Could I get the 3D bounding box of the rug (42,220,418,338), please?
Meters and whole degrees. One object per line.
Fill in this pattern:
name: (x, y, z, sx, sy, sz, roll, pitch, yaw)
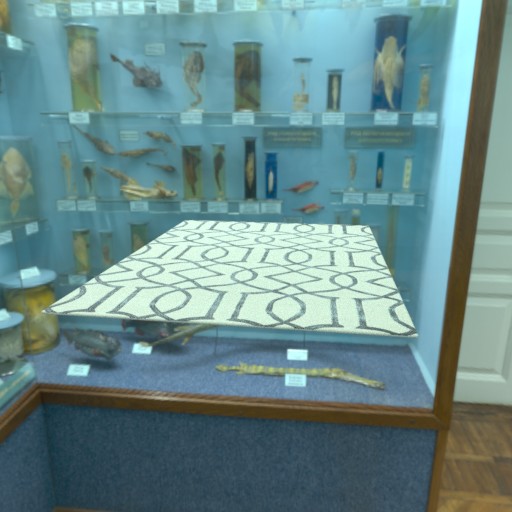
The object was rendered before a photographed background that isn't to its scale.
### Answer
rug: (0.000, 0.000, 3.918, 2.211, 0.021, 2.910, 2, 16, 8)
